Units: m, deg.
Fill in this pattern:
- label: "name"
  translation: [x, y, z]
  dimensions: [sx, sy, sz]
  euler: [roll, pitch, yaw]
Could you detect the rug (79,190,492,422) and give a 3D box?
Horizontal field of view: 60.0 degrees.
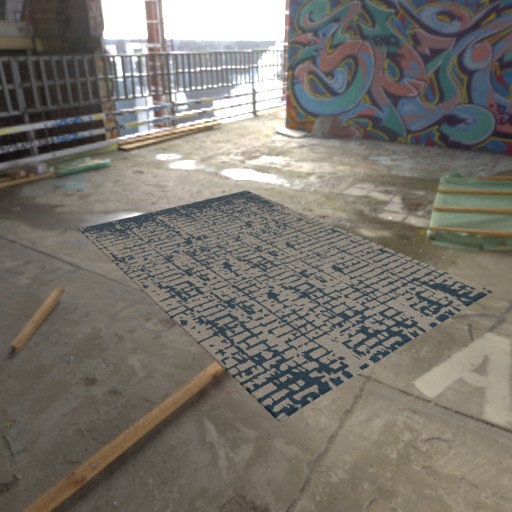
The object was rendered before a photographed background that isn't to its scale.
- label: "rug"
  translation: [0.000, 0.000, 2.267]
  dimensions: [1.220, 0.007, 1.828]
  euler: [-18, 31, -33]
